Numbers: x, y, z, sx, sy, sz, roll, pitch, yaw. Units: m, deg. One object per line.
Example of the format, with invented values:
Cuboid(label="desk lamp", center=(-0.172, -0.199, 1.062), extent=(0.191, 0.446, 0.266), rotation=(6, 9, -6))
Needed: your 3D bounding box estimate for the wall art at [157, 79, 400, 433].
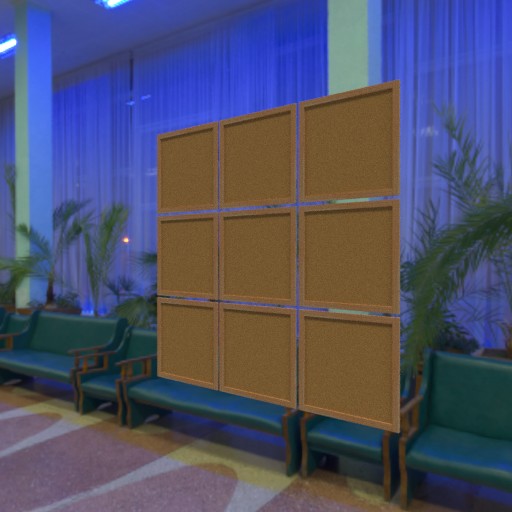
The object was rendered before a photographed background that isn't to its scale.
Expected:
Cuboid(label="wall art", center=(0.000, 0.000, 2.349), extent=(1.521, 1.519, 0.013), rotation=(0, 0, 36))
